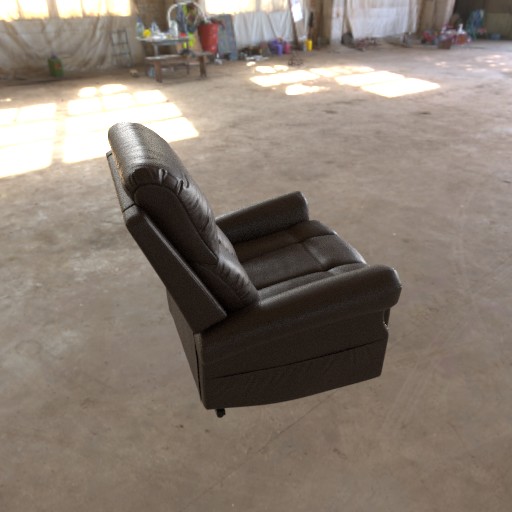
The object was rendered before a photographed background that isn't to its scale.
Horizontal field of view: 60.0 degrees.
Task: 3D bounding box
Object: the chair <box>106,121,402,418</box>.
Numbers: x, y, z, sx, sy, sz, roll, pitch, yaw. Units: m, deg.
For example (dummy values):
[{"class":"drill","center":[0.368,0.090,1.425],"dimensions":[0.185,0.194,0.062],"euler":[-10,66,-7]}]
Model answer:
[{"class":"chair","center":[0.000,0.000,1.763],"dimensions":[0.978,1.028,0.869],"euler":[-11,32,-18]}]
